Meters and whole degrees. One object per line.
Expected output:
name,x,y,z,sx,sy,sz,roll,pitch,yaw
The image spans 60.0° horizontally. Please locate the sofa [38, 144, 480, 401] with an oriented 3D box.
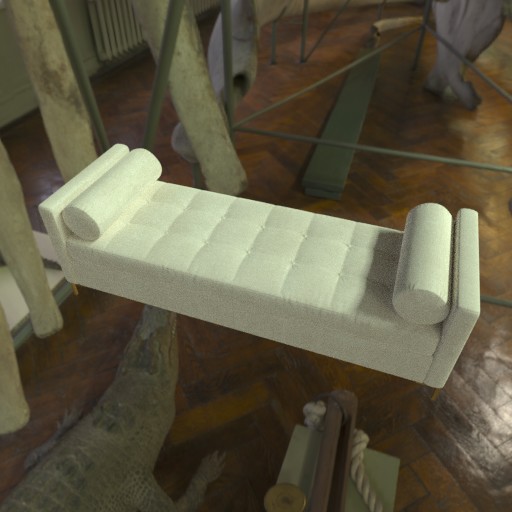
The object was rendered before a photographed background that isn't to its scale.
sofa,0.000,0.000,2.293,1.981,0.635,0.686,13,43,15
